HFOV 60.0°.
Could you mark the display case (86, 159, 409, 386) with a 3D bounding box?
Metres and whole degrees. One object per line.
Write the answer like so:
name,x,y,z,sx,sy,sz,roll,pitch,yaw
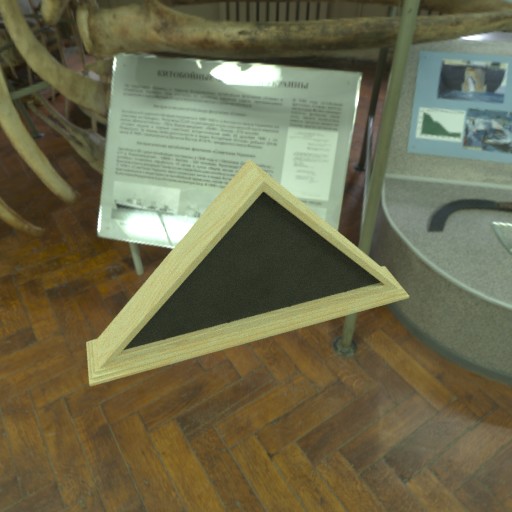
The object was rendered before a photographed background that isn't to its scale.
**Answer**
display case,0.000,0.000,0.765,0.640,0.340,0.095,-13,43,-14
